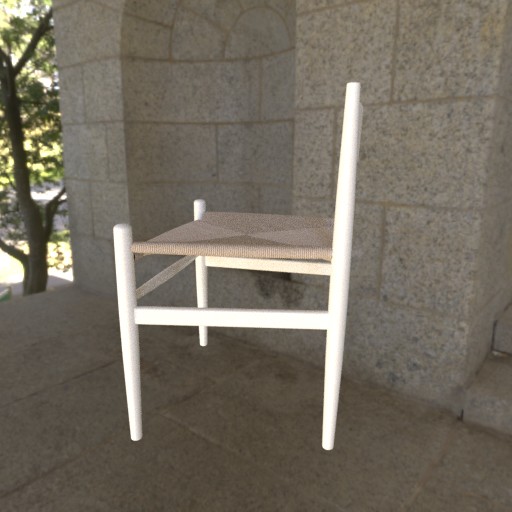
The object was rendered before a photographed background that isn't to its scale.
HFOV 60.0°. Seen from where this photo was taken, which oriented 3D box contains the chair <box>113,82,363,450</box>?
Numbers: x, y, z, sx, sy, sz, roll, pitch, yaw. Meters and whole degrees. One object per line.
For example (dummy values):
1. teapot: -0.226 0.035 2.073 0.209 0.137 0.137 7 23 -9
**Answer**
1. chair: 0.000 0.000 1.135 0.495 0.762 0.556 2 13 10
